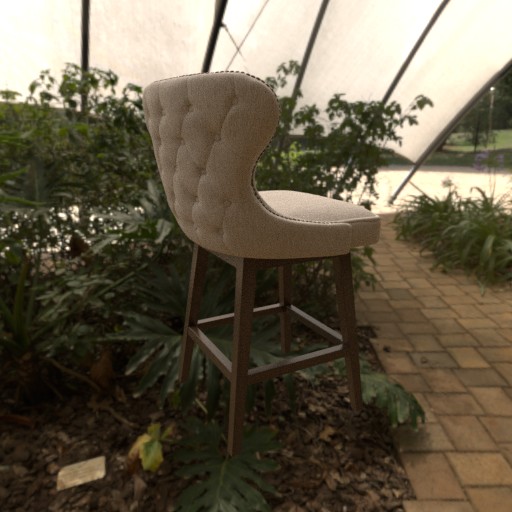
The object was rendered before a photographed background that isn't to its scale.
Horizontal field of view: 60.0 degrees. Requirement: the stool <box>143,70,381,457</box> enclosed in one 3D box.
[{"bbox_3d":[0.000,0.000,1.345,0.597,0.972,0.615,-8,18,-27],"label":"stool"}]
